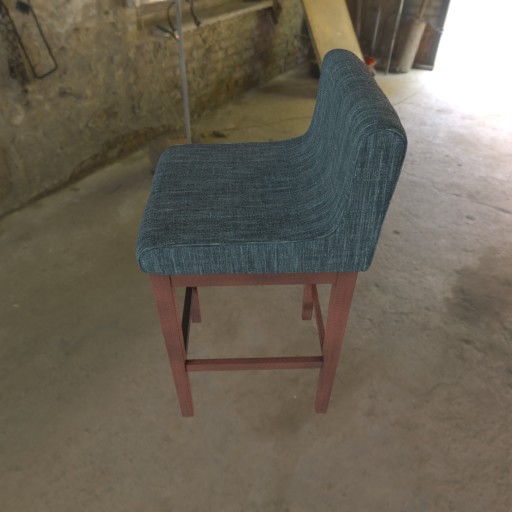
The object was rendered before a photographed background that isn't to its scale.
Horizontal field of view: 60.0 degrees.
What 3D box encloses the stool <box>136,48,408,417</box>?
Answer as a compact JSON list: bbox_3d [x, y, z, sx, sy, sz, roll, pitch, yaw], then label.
[{"bbox_3d":[0.000,0.000,1.058,0.459,0.835,0.395,-1,41,-1],"label":"stool"}]
